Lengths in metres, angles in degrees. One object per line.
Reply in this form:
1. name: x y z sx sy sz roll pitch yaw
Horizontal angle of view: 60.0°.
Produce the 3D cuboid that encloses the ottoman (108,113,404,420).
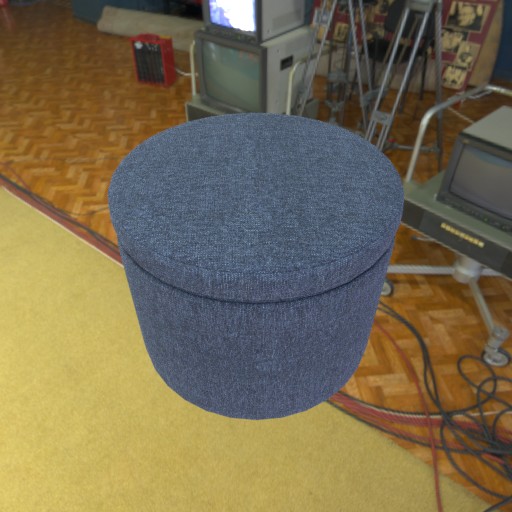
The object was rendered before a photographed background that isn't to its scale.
1. ottoman: 0.000 0.000 0.886 0.500 0.419 0.500 0 42 0
